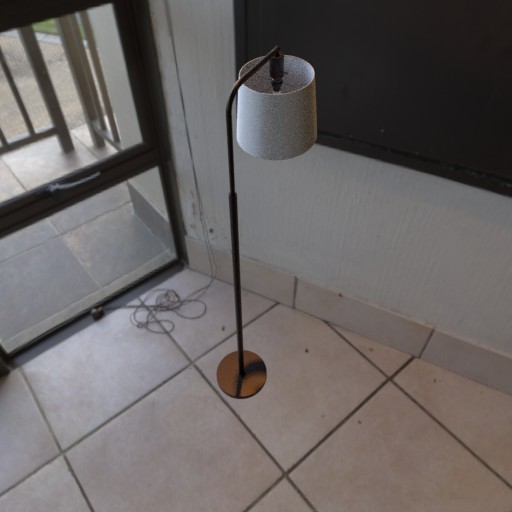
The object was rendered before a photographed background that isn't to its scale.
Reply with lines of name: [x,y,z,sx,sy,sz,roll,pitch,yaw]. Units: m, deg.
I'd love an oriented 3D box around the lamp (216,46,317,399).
lamp: [0.000,0.000,1.683,0.254,1.478,0.508,25,52,21]
